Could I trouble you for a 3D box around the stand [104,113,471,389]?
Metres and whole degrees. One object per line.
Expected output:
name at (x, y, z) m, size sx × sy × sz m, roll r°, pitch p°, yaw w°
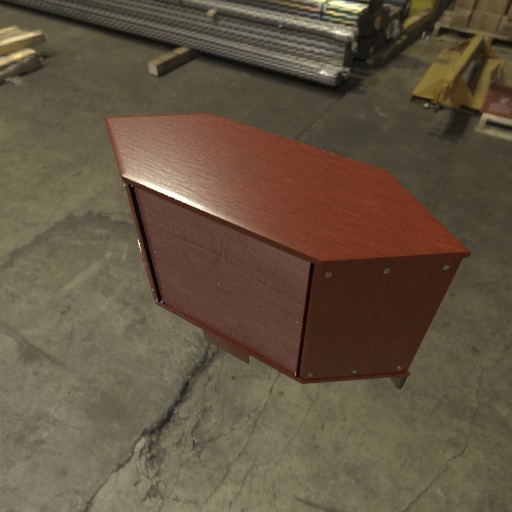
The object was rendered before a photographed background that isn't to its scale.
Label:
stand at (0.000, 0.000, 1.354) m, size 1.072 × 0.614 × 0.381 m, roll 24°, pitch 51°, yaw 21°
